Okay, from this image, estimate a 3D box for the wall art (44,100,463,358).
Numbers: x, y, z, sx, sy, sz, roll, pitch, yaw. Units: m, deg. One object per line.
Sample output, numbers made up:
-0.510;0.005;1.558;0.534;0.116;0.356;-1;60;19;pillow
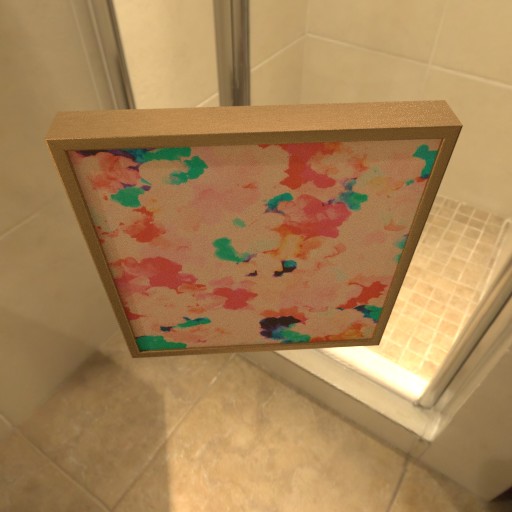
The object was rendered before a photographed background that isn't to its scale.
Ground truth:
0.000;0.000;0.446;0.304;0.305;0.038;-2;47;-2;wall art
